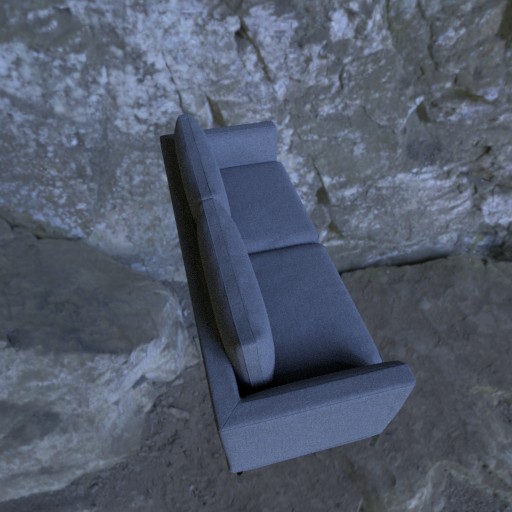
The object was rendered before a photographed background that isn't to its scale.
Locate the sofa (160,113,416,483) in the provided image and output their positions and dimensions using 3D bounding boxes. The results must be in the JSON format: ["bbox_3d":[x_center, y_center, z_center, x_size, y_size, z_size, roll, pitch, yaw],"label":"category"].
[{"bbox_3d":[0.000,0.000,2.679,0.869,1.002,2.212,-11,47,-10],"label":"sofa"}]
